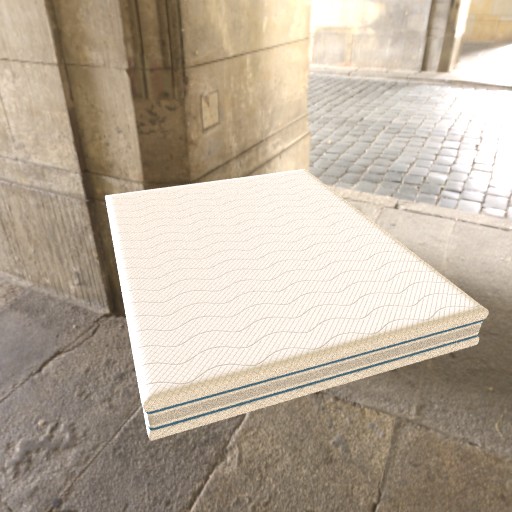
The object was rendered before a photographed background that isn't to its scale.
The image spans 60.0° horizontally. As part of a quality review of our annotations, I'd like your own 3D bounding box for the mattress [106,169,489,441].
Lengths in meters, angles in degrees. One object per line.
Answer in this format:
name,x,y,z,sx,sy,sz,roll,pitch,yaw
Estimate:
mattress,0.000,0.000,2.694,1.600,0.230,2.000,-11,33,-17
